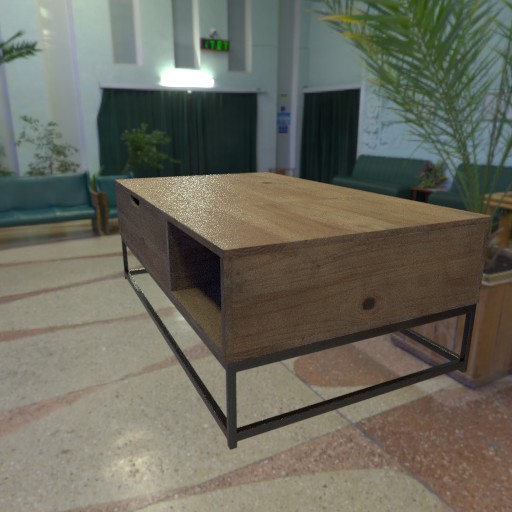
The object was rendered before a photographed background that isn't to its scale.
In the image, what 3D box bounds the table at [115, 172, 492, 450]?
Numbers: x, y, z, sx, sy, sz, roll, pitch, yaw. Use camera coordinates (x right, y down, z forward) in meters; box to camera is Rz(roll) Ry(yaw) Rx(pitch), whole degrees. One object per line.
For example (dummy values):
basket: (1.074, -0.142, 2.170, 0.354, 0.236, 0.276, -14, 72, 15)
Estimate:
table: (0.000, 0.000, 1.392, 0.655, 0.395, 1.101, -8, 18, -25)
